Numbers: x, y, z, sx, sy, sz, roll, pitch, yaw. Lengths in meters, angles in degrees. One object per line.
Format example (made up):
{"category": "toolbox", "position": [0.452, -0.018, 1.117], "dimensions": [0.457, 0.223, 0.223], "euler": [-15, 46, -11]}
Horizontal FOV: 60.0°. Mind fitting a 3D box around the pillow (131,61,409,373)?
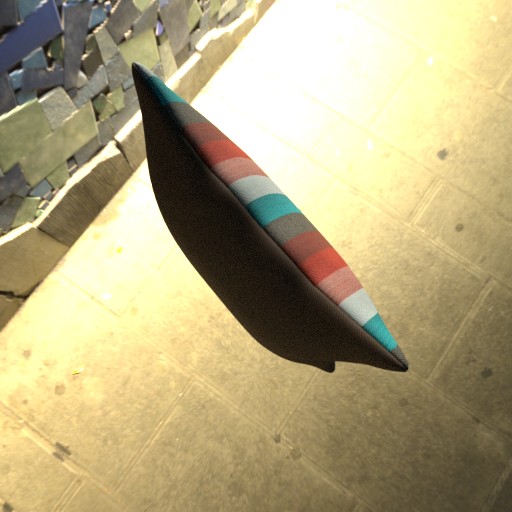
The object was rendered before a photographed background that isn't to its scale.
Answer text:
{"category": "pillow", "position": [0.000, 0.000, 0.683], "dimensions": [0.168, 0.443, 0.453], "euler": [-39, 78, -9]}
